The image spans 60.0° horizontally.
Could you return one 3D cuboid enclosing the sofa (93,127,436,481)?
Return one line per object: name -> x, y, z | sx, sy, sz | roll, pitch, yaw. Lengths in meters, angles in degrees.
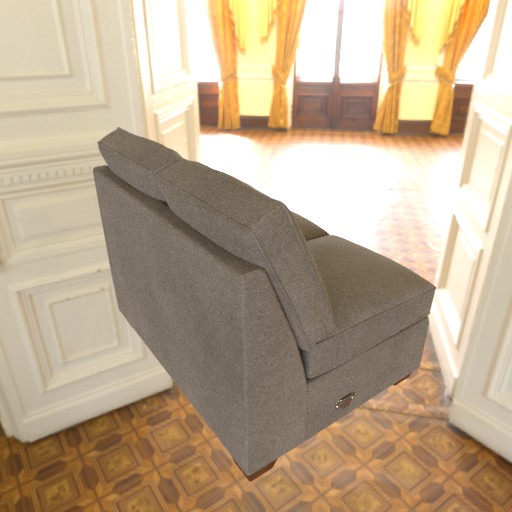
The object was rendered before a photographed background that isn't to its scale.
sofa -> 0.000, 0.000, 1.951 | 0.951, 1.008, 1.237 | -18, 32, -31
